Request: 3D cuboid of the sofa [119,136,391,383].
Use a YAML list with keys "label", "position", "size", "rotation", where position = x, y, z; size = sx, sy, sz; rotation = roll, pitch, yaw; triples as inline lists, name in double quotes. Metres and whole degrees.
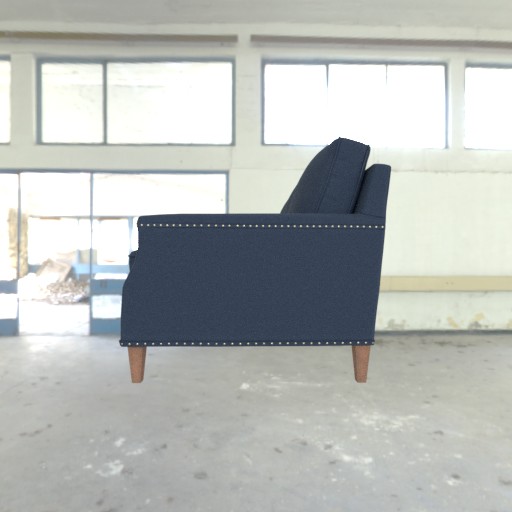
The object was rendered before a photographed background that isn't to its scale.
- label: "sofa"
  position: [0.000, 0.000, 2.815]
  size: [1.084, 1.003, 2.246]
  rotation: [0, 0, 0]
